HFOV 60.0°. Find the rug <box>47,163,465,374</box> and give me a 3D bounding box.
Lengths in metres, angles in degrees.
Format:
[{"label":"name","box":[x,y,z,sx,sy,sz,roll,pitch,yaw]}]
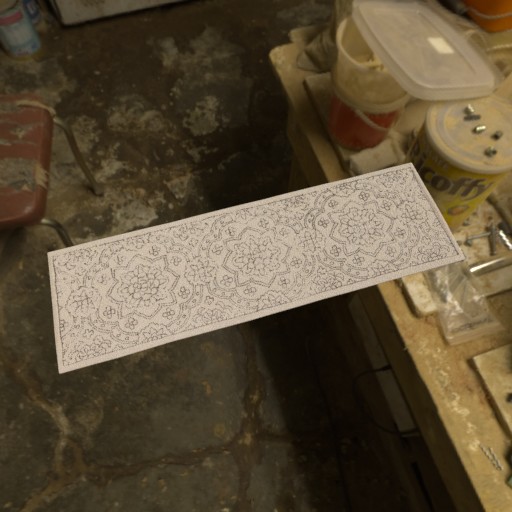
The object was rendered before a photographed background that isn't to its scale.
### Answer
[{"label":"rug","box":[0.000,0.000,2.710,2.448,0.012,0.769,-15,65,-7]}]
